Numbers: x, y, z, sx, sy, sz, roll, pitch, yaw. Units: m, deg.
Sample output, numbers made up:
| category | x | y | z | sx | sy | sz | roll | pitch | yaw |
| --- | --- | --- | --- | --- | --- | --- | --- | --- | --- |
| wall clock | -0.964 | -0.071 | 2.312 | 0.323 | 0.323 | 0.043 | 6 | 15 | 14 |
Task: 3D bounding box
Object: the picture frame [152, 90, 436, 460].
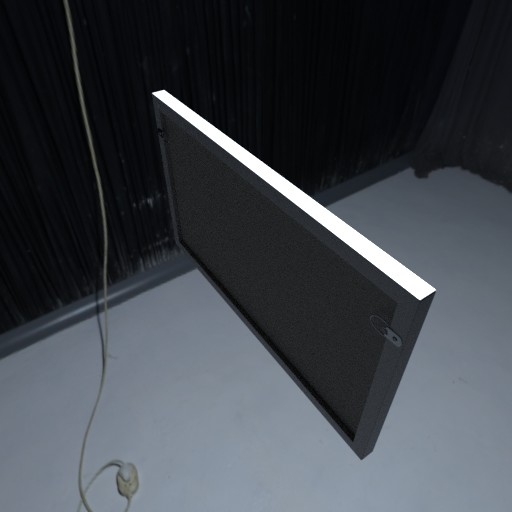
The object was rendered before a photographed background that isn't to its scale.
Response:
| category | x | y | z | sx | sy | sz | roll | pitch | yaw |
| --- | --- | --- | --- | --- | --- | --- | --- | --- | --- |
| picture frame | 0.000 | 0.000 | 0.784 | 0.044 | 0.379 | 0.647 | -25 | 48 | -25 |
